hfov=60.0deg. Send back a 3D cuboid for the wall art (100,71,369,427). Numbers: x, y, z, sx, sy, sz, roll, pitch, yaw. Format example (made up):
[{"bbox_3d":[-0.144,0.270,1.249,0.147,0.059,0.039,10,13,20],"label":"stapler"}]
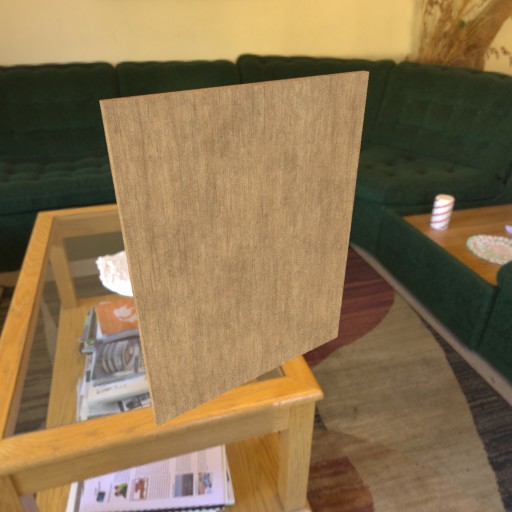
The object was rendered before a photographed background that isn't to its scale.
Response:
[{"bbox_3d":[0.000,0.000,0.935,0.534,0.686,0.018,-19,35,-29],"label":"wall art"}]
